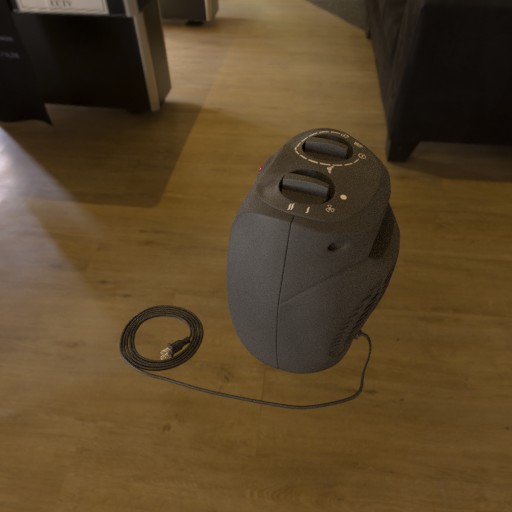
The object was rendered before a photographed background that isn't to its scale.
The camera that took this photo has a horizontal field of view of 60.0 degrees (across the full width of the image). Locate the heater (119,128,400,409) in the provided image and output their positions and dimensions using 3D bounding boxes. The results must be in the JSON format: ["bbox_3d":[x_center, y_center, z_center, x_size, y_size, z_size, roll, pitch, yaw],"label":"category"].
[{"bbox_3d":[0.000,0.000,0.473,0.291,0.240,0.239,17,49,15],"label":"heater"}]
